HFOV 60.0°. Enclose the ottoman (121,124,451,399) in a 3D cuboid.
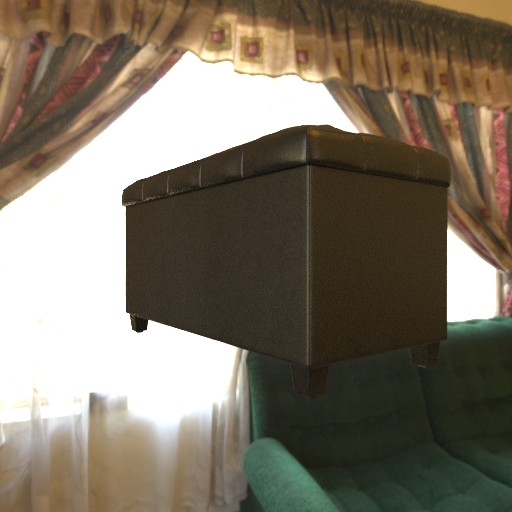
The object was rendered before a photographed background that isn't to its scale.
[{"bbox_3d":[0.000,0.000,1.144,0.432,0.470,0.838,0,1,-36],"label":"ottoman"}]
